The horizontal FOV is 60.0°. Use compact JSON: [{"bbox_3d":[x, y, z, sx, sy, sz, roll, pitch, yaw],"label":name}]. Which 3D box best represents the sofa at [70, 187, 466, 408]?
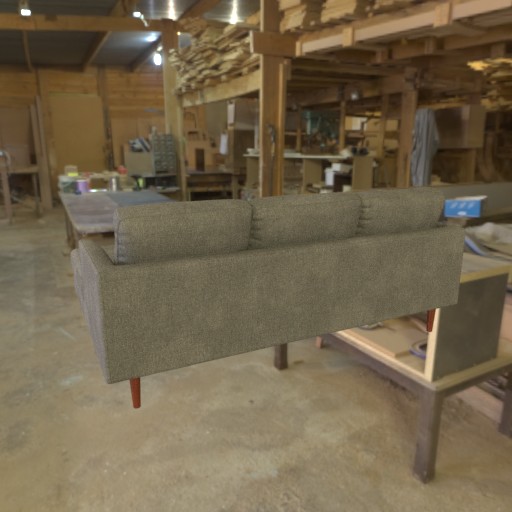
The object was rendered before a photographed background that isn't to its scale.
[{"bbox_3d":[0.000,0.000,3.001,2.233,0.956,1.504,-7,16,-26],"label":"sofa"}]
